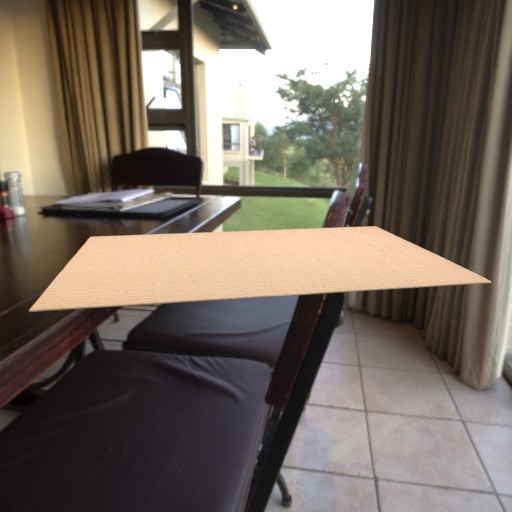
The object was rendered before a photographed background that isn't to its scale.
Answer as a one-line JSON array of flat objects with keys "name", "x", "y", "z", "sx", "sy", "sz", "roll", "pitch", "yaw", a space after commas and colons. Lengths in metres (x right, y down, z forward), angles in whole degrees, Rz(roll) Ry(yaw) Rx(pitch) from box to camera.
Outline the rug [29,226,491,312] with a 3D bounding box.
[{"name": "rug", "x": 0.000, "y": 0.000, "z": 3.014, "sx": 2.441, "sy": 0.014, "sz": 1.531, "roll": -3, "pitch": 16, "yaw": -9}]
